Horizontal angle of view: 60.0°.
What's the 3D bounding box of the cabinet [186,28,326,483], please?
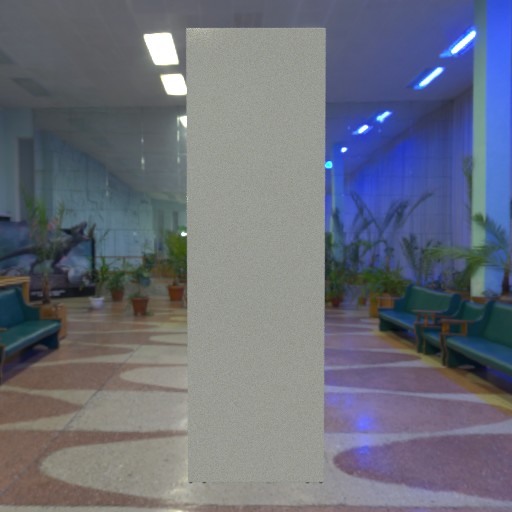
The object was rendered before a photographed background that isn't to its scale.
[{"bbox_3d":[0.000,0.000,2.356,0.580,1.920,0.980,0,2,0],"label":"cabinet"}]
